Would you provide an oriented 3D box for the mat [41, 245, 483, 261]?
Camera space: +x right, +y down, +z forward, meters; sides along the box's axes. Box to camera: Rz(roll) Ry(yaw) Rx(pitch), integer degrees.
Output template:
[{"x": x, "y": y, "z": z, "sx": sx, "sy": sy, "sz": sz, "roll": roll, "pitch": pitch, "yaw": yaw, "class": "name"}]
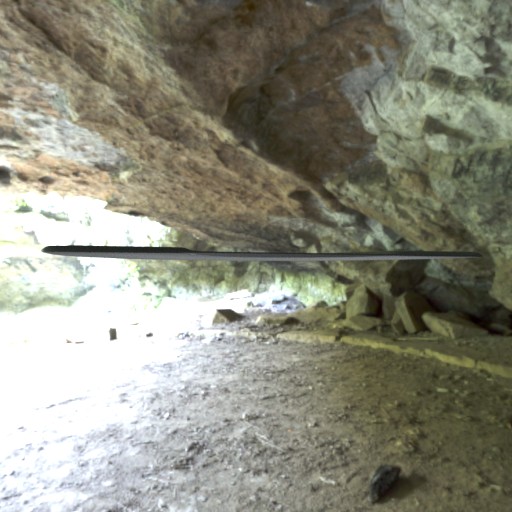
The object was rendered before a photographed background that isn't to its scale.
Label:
[{"x": 0.000, "y": 0.000, "z": 1.850, "sx": 1.525, "sy": 0.022, "sz": 0.917, "roll": 1, "pitch": -2, "yaw": -18, "class": "mat"}]
